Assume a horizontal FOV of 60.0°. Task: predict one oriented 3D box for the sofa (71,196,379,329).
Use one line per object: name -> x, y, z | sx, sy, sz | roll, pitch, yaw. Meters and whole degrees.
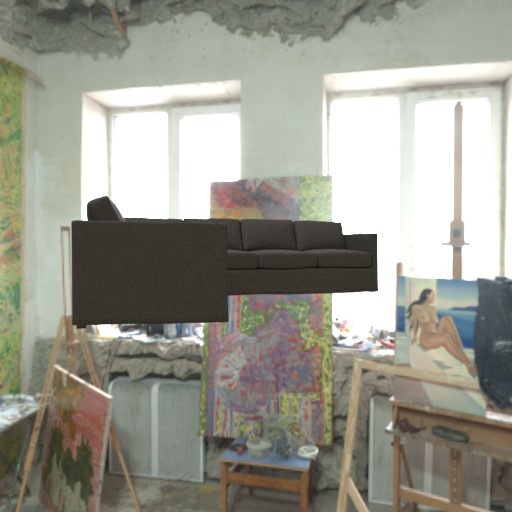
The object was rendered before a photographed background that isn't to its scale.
sofa -> 0.000, 0.000, 4.384 | 3.182, 0.871, 2.432 | 0, 1, -18
